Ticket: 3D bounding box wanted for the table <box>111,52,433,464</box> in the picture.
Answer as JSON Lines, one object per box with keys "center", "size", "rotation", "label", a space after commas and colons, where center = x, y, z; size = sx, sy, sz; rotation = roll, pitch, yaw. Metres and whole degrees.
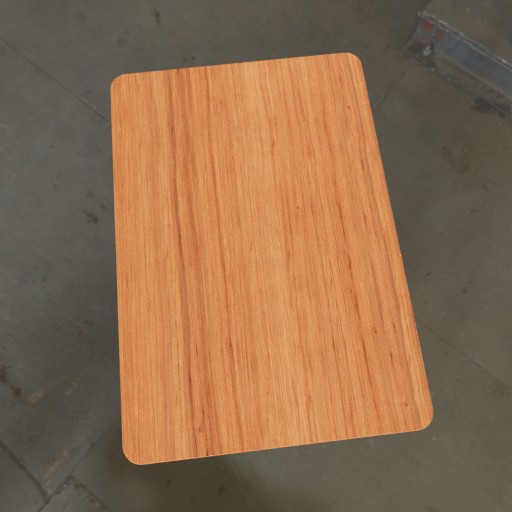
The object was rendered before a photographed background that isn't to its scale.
{"center": [0.000, 0.000, 1.316], "size": [0.696, 0.445, 0.997], "rotation": [-6, 75, -2], "label": "table"}
